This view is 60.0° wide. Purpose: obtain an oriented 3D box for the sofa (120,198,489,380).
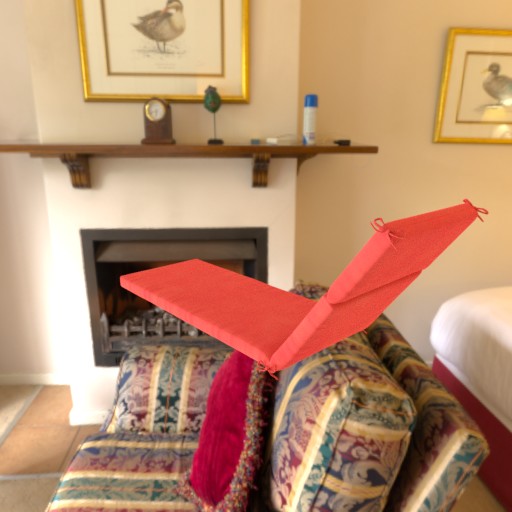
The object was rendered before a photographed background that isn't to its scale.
[{"bbox_3d":[0.000,0.000,1.927,0.582,0.622,1.663,-14,21,-40],"label":"sofa"}]
